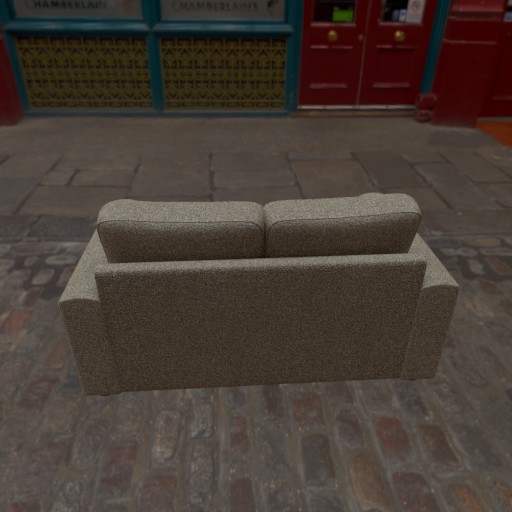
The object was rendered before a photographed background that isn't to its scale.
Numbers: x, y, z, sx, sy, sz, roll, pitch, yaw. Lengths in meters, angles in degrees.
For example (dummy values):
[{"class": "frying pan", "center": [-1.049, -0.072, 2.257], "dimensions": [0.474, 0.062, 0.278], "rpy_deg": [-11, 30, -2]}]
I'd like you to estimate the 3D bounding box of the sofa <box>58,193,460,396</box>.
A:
[{"class": "sofa", "center": [0.000, 0.000, 2.251], "dimensions": [1.616, 0.873, 1.016], "rpy_deg": [-2, 31, -3]}]
